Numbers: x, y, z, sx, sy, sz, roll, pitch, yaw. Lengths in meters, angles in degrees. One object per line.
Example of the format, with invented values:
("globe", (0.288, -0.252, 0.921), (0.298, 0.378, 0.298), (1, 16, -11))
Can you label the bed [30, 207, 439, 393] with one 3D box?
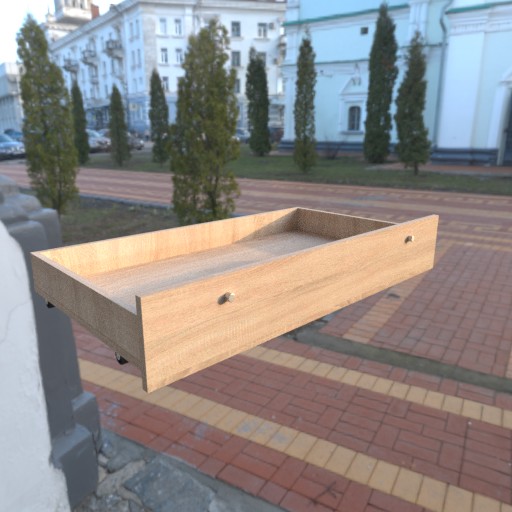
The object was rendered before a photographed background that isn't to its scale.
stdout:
("bed", (0.000, 0.000, 1.468), (1.200, 0.209, 0.685), (-14, 21, -41))
